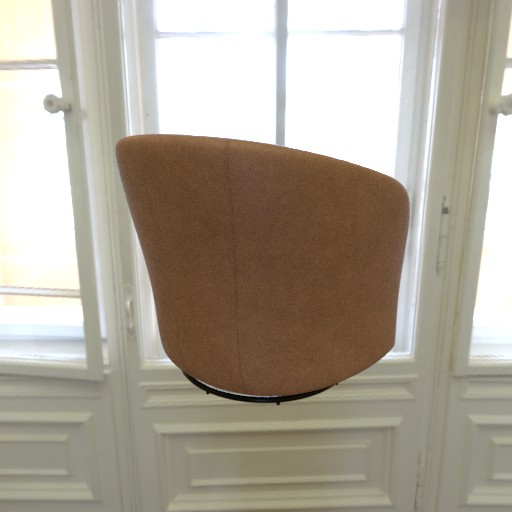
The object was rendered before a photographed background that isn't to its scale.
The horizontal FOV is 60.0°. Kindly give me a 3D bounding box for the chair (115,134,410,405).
[{"bbox_3d":[0.000,0.000,1.464,0.791,0.771,0.815,14,20,43],"label":"chair"}]
